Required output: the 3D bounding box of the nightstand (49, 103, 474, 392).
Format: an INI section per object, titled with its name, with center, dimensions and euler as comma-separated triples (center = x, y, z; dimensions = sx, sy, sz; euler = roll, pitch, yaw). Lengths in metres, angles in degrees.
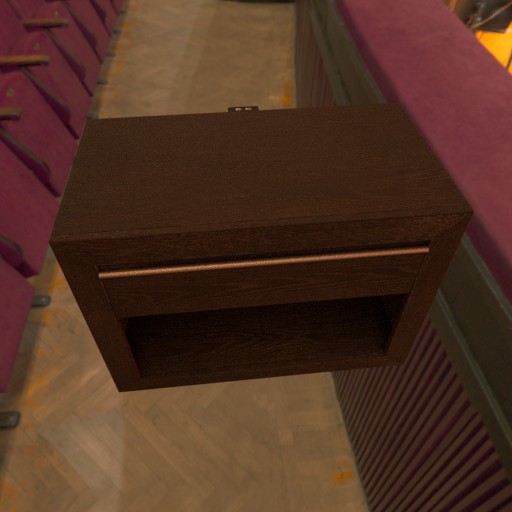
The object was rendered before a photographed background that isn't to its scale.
[nightstand]
center = 0.000, 0.000, 1.173
dimensions = 0.775, 0.612, 0.457
euler = -4, 46, -4
